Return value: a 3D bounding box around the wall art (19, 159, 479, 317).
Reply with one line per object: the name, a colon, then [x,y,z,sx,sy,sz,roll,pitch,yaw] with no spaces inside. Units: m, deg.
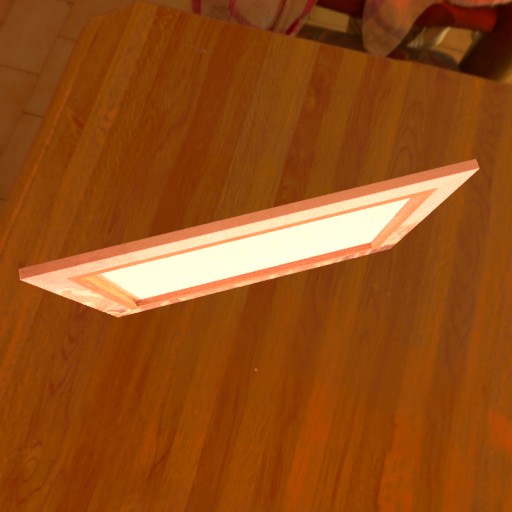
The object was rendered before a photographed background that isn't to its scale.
wall art: [0.000,0.000,1.918,1.525,1.012,0.038,-14,76,-4]
